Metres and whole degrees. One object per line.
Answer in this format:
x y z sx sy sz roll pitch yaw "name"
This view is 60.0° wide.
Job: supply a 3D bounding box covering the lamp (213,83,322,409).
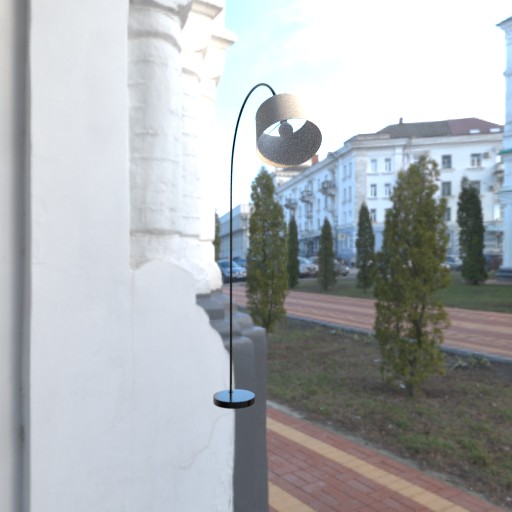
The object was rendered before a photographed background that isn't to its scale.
0.000 0.000 2.701 0.331 2.104 1.363 0 0 -18 "lamp"
